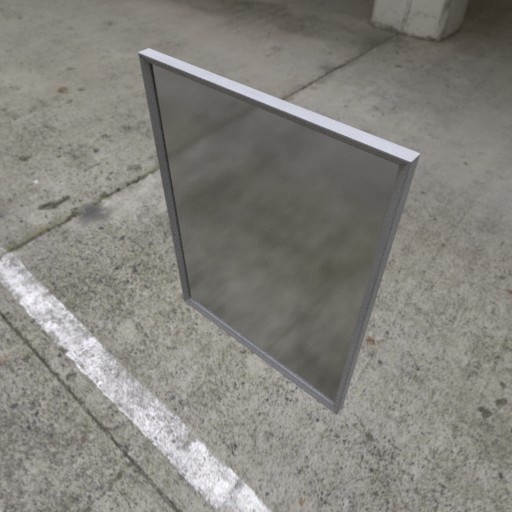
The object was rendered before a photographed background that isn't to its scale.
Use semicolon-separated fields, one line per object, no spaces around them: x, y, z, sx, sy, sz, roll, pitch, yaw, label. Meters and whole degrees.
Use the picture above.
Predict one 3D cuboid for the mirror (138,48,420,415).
0.000;0.000;1.335;0.762;1.016;0.041;32;53;27;mirror
